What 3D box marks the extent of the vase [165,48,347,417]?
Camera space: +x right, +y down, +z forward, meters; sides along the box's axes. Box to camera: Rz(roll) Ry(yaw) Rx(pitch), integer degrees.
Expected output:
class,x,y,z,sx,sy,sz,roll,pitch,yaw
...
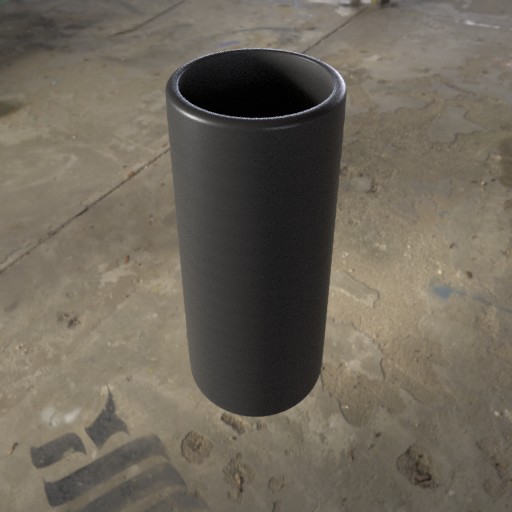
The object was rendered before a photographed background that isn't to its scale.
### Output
class,x,y,z,sx,sy,sz,roll,pitch,yaw
vase,0.000,0.000,0.360,0.136,0.289,0.136,-29,52,-26
